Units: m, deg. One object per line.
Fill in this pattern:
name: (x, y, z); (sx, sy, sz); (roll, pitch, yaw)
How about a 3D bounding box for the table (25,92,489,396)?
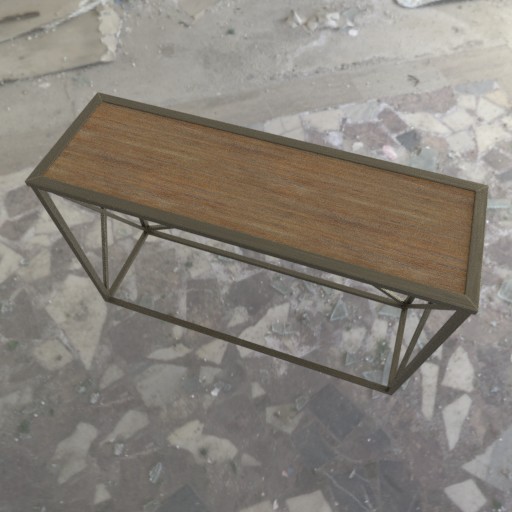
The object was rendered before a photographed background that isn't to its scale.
table: (0.000, 0.000, 1.538); (1.216, 0.753, 0.402); (16, 59, 10)
